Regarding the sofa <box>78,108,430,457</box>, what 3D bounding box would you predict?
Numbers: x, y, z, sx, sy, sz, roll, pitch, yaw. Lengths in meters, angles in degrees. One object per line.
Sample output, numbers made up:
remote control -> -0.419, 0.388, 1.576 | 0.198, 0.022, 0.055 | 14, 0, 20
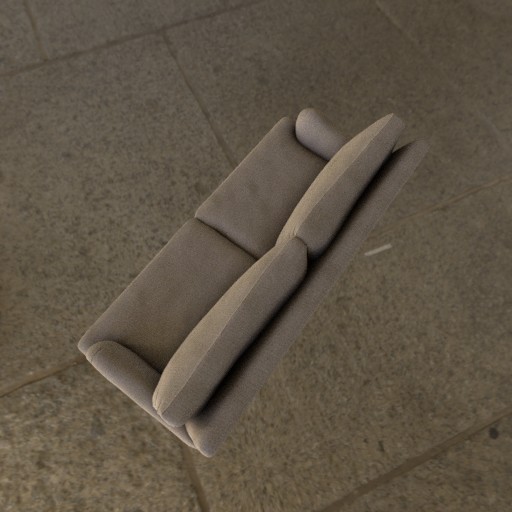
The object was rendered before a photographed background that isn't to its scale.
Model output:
sofa -> 0.000, 0.000, 2.796 | 1.069, 1.096, 2.193 | 33, 69, 15
